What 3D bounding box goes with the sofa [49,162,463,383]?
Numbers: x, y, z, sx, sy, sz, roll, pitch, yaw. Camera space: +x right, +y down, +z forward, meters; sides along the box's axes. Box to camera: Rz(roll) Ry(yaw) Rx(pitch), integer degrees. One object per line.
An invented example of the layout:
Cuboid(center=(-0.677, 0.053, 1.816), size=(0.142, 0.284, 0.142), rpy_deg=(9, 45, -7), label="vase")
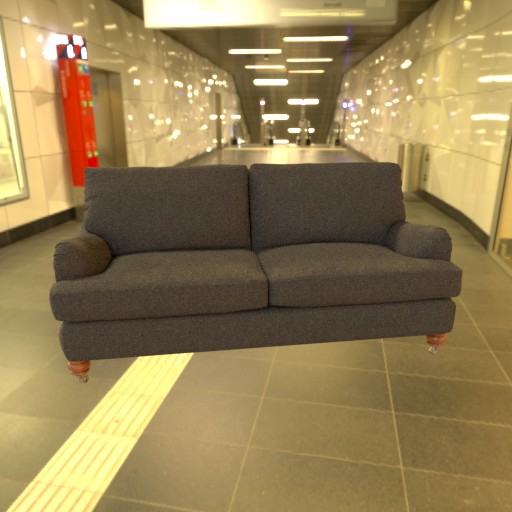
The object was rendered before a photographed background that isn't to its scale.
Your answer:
Cuboid(center=(0.000, 0.000, 2.706), size=(2.160, 1.054, 1.087), rpy_deg=(-3, 18, -8), label="sofa")
